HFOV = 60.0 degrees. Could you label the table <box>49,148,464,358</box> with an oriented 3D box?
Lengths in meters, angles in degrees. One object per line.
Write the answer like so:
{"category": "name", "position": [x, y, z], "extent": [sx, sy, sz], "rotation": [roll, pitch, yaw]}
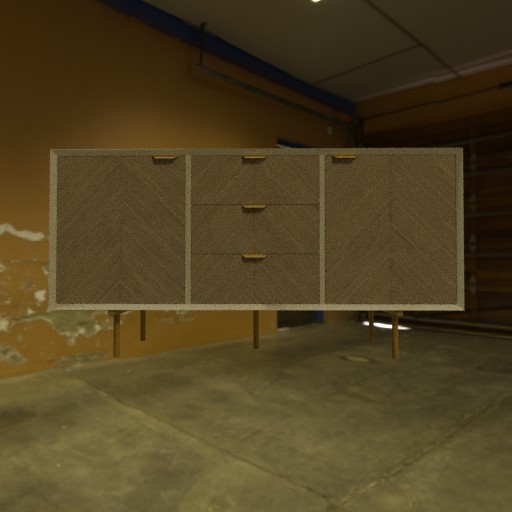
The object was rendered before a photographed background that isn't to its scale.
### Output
{"category": "table", "position": [0.000, 0.000, 1.851], "extent": [1.500, 0.769, 0.508], "rotation": [0, -1, 1]}
